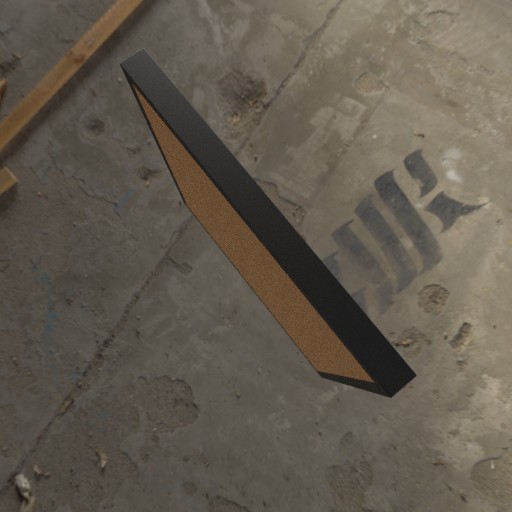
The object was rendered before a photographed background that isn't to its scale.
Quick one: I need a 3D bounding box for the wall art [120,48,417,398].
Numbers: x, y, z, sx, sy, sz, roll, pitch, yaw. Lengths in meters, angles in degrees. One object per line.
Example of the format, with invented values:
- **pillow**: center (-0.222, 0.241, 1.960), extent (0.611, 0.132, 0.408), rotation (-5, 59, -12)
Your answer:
- **wall art**: center (0.000, 0.000, 0.757), extent (0.037, 0.506, 0.506), rotation (-37, 80, -8)
